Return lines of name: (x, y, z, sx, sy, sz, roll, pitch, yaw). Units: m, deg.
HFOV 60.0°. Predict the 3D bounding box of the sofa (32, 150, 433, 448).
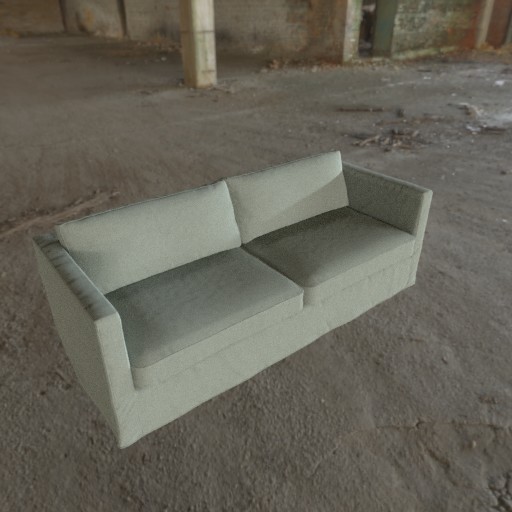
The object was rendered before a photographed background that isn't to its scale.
sofa: (0.000, 0.000, 2.759, 2.312, 0.853, 0.962, -21, 36, -32)
